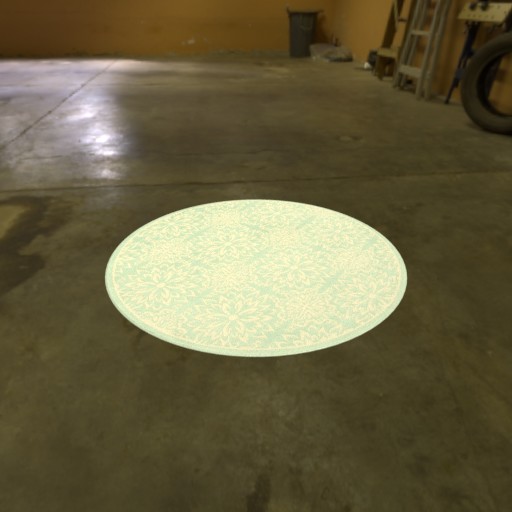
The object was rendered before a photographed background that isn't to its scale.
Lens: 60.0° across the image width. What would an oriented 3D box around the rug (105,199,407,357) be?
[{"bbox_3d":[0.000,0.000,2.437,1.593,0.012,1.593,0,30,0],"label":"rug"}]
